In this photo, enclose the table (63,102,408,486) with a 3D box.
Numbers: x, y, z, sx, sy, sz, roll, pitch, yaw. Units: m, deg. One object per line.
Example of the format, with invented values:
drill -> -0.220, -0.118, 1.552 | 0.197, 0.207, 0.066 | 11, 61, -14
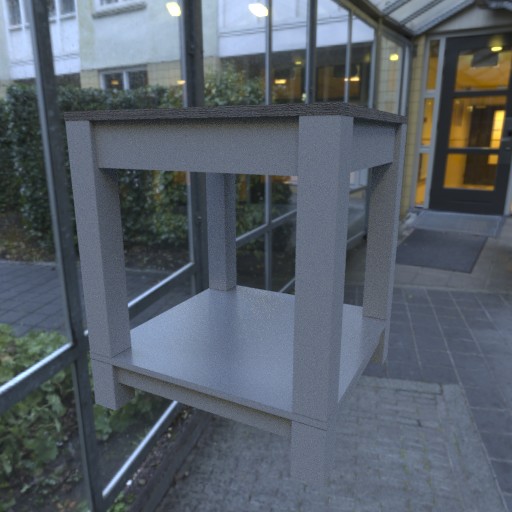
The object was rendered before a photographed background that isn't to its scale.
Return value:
table -> 0.000, 0.000, 0.964 | 0.506, 0.587, 0.504 | 8, 17, 26
